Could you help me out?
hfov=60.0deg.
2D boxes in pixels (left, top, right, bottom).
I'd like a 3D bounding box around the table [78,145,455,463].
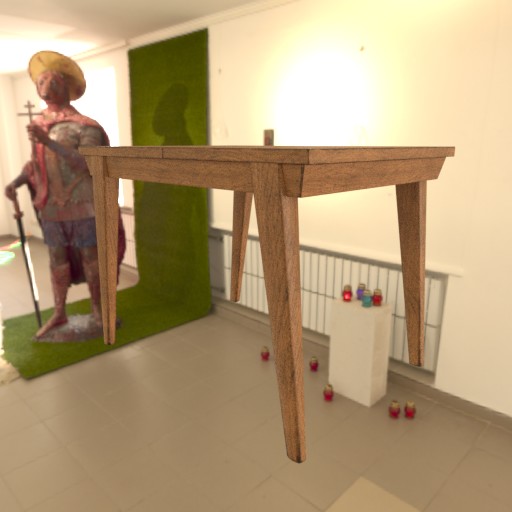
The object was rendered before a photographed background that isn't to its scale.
[{"bbox_3d":[0.000,0.000,1.583,1.027,0.760,0.757,13,20,42],"label":"table"}]
